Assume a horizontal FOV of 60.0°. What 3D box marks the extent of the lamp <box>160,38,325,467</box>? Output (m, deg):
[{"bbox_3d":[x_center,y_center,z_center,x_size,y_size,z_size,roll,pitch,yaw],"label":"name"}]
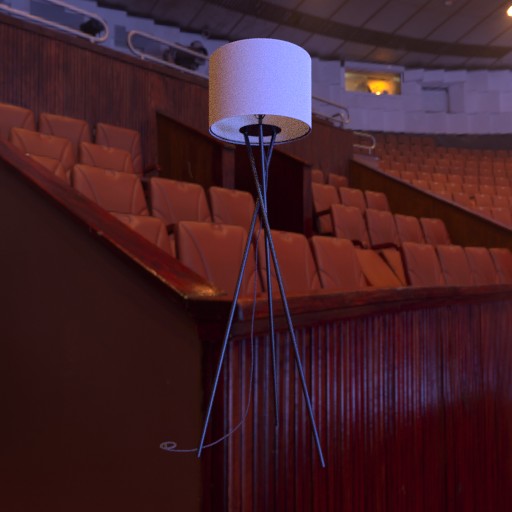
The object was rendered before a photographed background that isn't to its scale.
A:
[{"bbox_3d":[0.000,0.000,1.907,0.667,1.624,0.522,-1,-1,36],"label":"lamp"}]
